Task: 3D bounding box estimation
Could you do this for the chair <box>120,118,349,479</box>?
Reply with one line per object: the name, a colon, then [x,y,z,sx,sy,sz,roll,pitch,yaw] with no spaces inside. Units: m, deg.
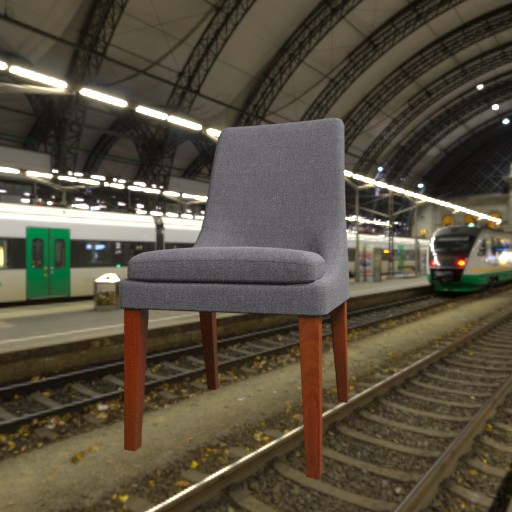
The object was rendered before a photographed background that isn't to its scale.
chair: [0.000,0.000,1.313,0.508,0.952,0.655,0,0,17]
